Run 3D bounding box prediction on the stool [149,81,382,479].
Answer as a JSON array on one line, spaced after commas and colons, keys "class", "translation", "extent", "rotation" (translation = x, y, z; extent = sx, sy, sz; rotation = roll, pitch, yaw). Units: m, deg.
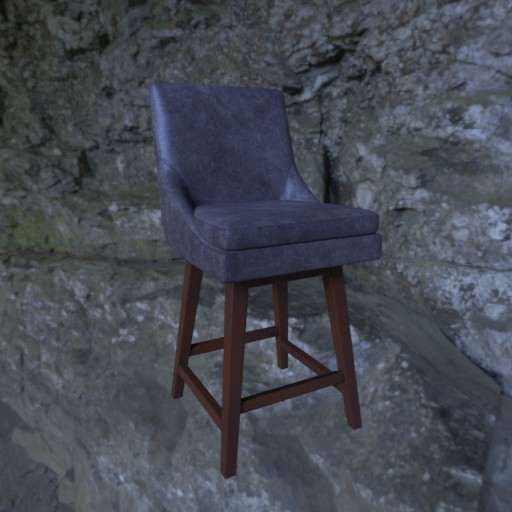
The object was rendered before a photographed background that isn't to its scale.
[{"class": "stool", "translation": [0.000, 0.000, 1.368], "extent": [0.492, 1.046, 0.587], "rotation": [-8, 16, -27]}]
